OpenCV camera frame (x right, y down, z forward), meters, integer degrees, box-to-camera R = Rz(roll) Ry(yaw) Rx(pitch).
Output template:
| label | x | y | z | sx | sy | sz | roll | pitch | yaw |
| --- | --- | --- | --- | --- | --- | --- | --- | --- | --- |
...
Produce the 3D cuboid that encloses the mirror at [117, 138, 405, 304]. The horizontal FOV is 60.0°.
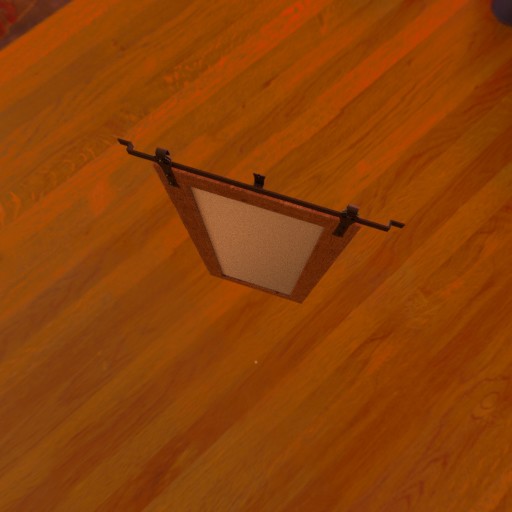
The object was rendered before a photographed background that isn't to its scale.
| label | x | y | z | sx | sy | sz | roll | pitch | yaw |
| --- | --- | --- | --- | --- | --- | --- | --- | --- | --- |
| mirror | 0.000 | 0.000 | 2.057 | 0.847 | 1.793 | 0.042 | 17 | 77 | 4 |
